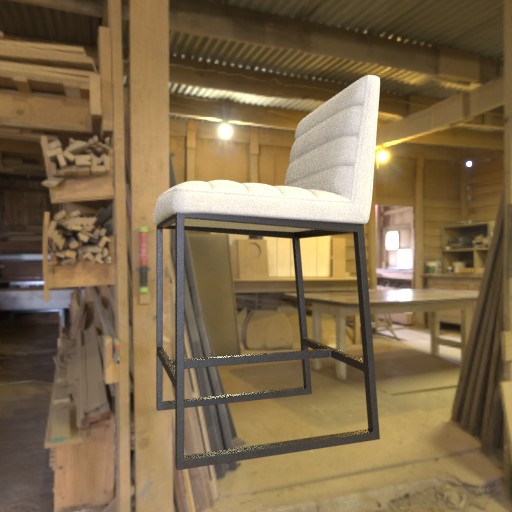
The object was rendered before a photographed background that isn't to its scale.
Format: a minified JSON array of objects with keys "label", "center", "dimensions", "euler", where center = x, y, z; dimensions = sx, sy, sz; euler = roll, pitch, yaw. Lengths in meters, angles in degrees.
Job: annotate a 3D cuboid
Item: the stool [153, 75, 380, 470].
[{"label":"stool","center":[0.000,0.000,1.292],"dimensions":[0.567,0.971,0.459],"euler":[0,0,-19]}]
